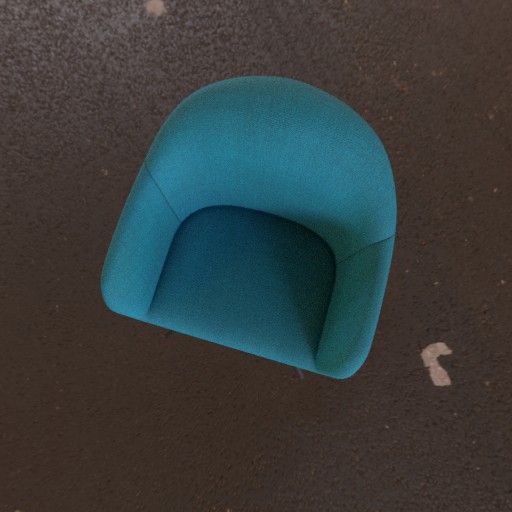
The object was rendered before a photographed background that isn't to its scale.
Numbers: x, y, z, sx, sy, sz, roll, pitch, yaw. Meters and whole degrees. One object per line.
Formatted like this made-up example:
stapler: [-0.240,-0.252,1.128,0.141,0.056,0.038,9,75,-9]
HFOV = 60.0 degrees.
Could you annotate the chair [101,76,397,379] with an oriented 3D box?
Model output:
chair: [0.000,0.000,1.169,0.590,0.795,0.550,16,77,4]
